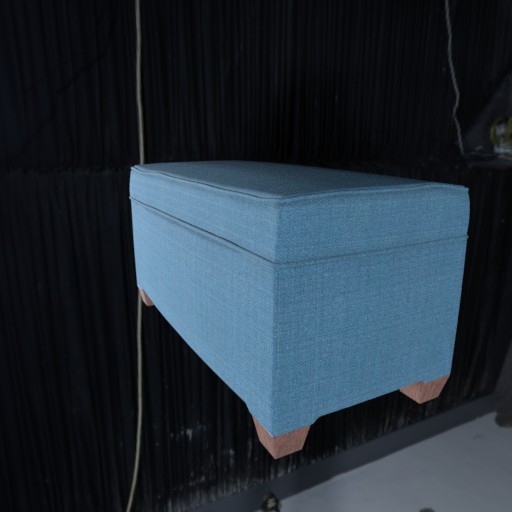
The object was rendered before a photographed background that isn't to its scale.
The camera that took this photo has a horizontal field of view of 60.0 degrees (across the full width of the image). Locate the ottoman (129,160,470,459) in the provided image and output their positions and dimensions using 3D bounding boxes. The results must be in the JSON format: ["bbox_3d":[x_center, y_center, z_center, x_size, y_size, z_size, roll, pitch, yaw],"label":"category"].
[{"bbox_3d":[0.000,0.000,1.178,0.474,0.474,0.943,-8,17,-27],"label":"ottoman"}]
